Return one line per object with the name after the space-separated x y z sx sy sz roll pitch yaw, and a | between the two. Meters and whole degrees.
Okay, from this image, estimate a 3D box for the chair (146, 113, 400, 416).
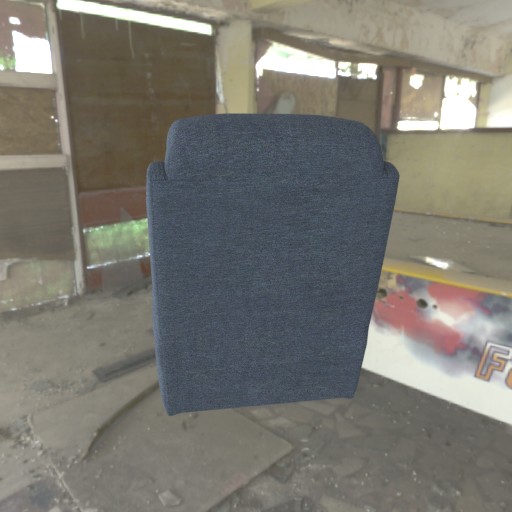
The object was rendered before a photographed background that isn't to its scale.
0.000 0.000 1.718 0.798 1.013 1.043 -2 15 -9 | chair
